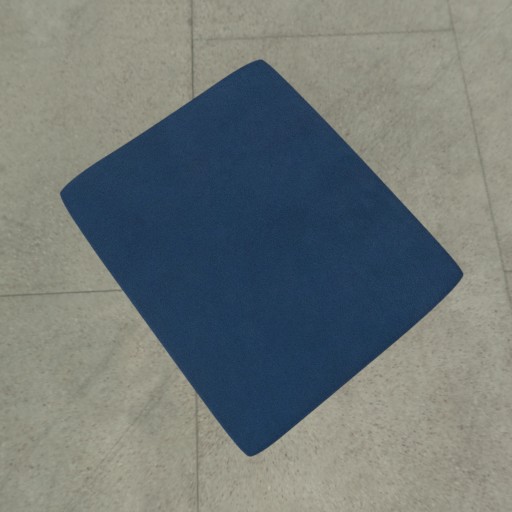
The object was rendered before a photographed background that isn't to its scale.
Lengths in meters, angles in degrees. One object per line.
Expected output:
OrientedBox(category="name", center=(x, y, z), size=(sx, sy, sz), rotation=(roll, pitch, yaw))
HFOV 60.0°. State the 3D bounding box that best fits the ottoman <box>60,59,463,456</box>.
OrientedBox(category="ottoman", center=(0.000, 0.000, 1.198), size=(0.655, 0.485, 0.794), rotation=(-37, 77, -10))
